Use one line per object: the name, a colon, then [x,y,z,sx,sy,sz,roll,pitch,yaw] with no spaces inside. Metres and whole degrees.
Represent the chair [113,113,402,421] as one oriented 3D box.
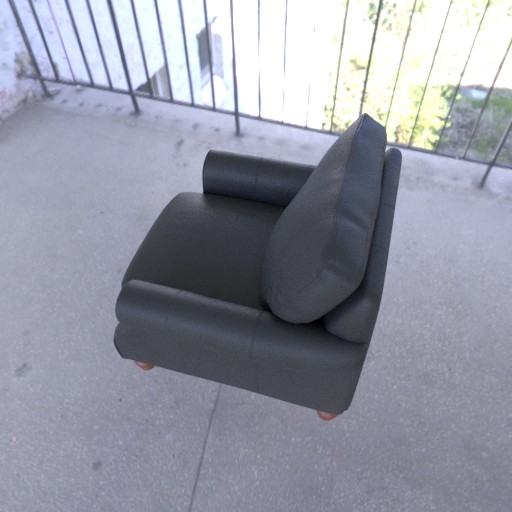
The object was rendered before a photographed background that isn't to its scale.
chair: [0.000,0.000,1.789,1.027,0.960,1.015,16,50,14]
